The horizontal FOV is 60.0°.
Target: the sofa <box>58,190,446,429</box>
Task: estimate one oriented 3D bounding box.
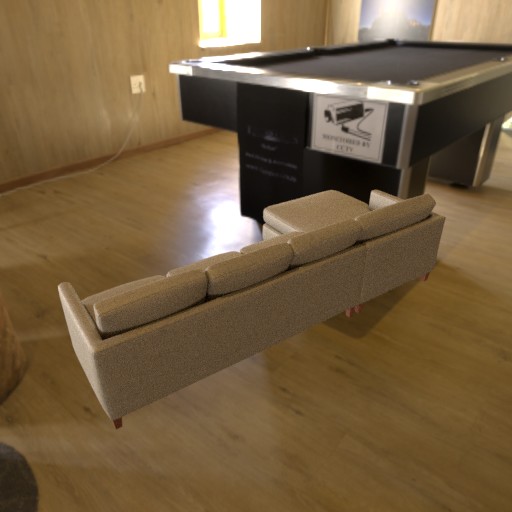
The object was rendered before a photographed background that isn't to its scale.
[{"bbox_3d":[0.000,0.000,3.864,3.201,0.876,1.502,-19,35,-29],"label":"sofa"}]
